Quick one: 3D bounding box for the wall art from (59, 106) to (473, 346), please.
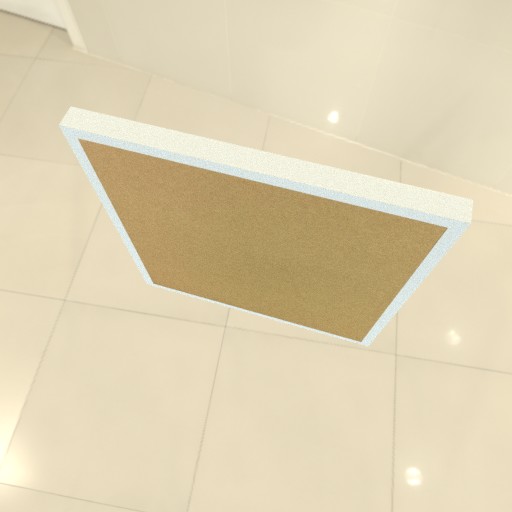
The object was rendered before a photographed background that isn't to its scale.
[{"bbox_3d":[0.000,0.000,0.458,0.307,0.307,0.020,15,64,7],"label":"wall art"}]
